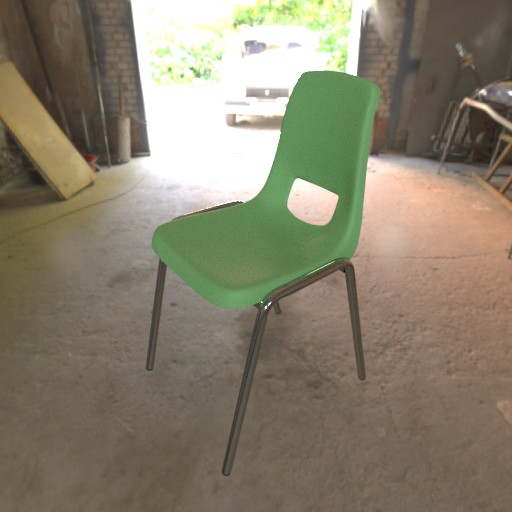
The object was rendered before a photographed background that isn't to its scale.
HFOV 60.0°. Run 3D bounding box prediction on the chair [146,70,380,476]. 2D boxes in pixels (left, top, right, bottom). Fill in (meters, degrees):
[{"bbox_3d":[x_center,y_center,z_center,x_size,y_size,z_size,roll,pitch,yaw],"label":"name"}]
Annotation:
[{"bbox_3d":[0.000,0.000,0.951,0.436,0.704,0.381,-21,36,-31],"label":"chair"}]
